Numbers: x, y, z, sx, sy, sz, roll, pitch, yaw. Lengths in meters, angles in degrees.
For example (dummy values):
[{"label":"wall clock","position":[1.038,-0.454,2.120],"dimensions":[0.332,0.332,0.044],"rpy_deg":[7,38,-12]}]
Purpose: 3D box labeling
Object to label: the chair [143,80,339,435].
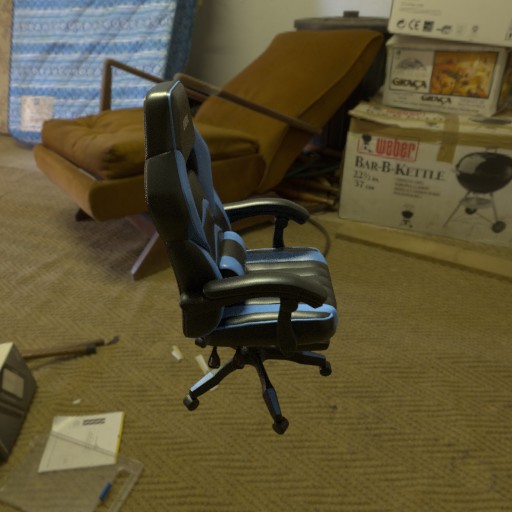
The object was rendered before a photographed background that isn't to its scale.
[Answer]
[{"label":"chair","position":[0.000,0.000,1.747],"dimensions":[0.700,1.280,0.700],"rpy_deg":[0,32,0]}]
